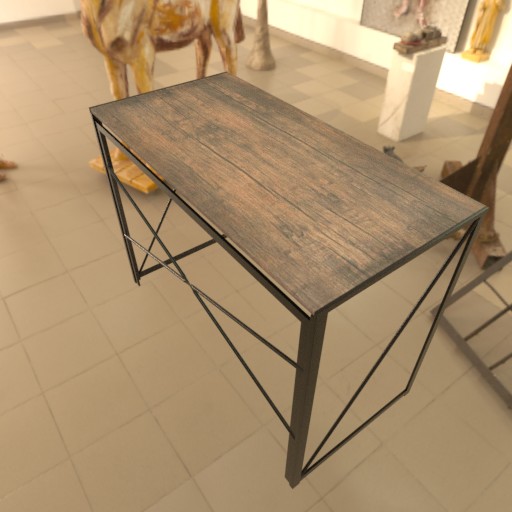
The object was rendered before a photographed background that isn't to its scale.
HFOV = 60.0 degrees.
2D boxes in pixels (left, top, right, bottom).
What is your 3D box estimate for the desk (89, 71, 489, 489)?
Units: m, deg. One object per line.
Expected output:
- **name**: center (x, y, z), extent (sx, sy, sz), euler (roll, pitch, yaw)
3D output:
- **desk**: center (0.000, 0.000, 1.400), extent (0.505, 0.747, 1.015), euler (-27, 49, -26)
